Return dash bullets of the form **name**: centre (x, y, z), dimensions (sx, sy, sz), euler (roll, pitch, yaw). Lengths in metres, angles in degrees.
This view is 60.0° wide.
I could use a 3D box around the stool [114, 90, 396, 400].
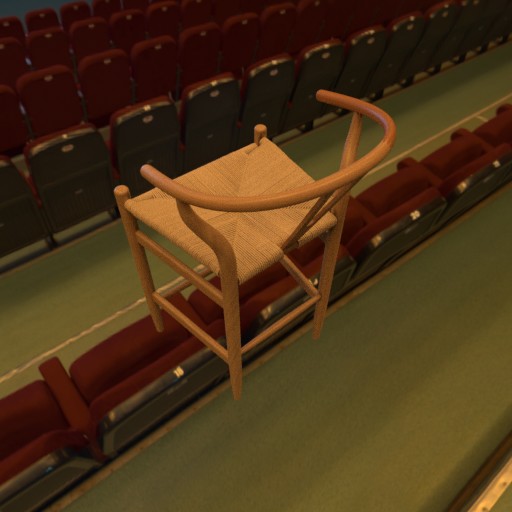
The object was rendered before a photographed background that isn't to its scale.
- **stool**: centre (0.000, 0.000, 1.279), dimensions (0.536, 0.923, 0.575), euler (-31, 54, -26)
